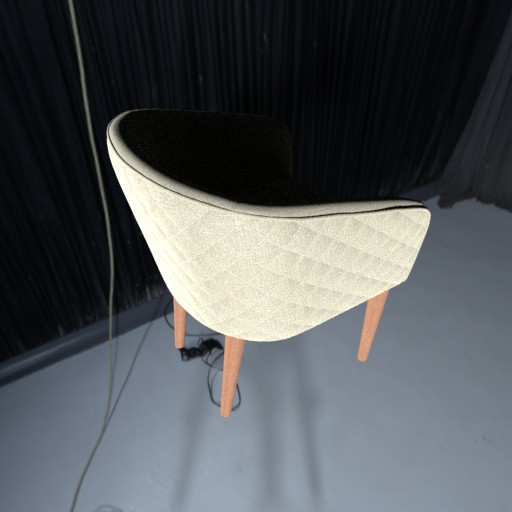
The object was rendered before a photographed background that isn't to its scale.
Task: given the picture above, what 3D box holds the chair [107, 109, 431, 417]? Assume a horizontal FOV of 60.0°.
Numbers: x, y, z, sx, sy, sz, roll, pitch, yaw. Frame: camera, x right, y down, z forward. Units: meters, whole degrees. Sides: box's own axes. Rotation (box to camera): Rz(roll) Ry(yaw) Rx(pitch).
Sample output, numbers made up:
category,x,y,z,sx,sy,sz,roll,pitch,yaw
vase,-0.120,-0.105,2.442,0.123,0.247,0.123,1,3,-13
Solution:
category,x,y,z,sx,sy,sz,roll,pitch,yaw
chair,0.000,0.000,1.194,0.616,0.775,0.584,-24,46,-25
